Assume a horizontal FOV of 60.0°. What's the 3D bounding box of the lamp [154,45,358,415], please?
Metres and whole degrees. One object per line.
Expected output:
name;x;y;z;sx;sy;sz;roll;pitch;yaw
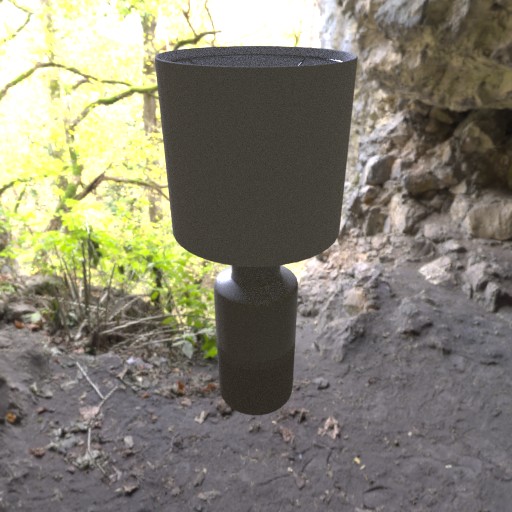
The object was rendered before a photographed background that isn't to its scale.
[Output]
lamp;0.000;0.000;0.592;0.212;0.493;0.212;21;36;32
